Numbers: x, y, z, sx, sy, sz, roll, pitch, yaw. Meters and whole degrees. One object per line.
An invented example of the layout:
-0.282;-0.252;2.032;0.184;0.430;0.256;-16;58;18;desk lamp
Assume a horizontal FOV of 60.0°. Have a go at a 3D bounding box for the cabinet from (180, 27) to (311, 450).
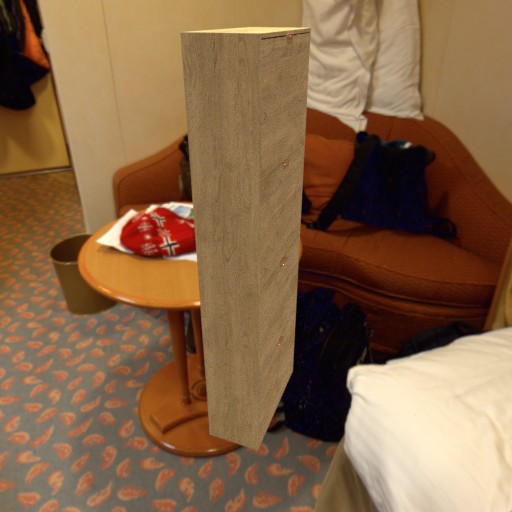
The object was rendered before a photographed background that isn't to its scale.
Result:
0.000;0.000;1.791;0.250;1.630;0.520;10;30;18;cabinet
